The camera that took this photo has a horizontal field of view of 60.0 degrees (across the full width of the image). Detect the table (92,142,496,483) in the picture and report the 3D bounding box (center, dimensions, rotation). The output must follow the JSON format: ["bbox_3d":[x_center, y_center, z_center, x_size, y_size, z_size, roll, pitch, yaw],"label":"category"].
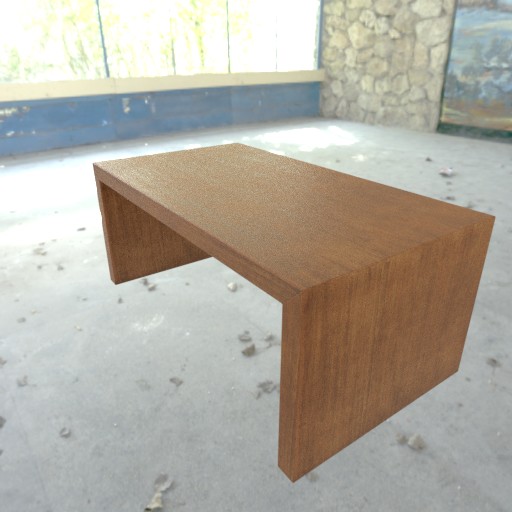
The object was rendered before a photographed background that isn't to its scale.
[{"bbox_3d":[0.000,0.000,1.261,0.549,0.419,1.000,-17,30,-32],"label":"table"}]
